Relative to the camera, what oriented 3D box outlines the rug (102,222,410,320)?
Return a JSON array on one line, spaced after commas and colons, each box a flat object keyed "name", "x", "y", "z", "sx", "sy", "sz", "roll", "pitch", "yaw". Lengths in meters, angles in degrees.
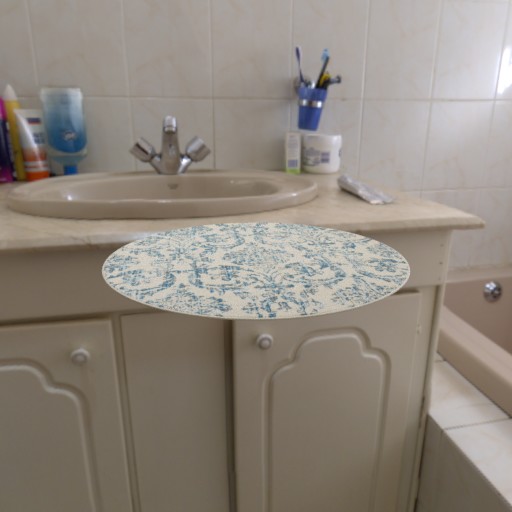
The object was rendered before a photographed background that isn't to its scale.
[{"name": "rug", "x": 0.000, "y": 0.000, "z": 2.413, "sx": 1.593, "sy": 0.012, "sz": 1.593, "roll": 0, "pitch": 17, "yaw": 0}]
